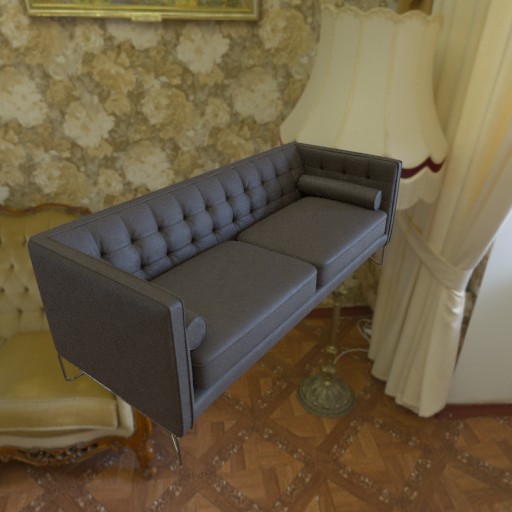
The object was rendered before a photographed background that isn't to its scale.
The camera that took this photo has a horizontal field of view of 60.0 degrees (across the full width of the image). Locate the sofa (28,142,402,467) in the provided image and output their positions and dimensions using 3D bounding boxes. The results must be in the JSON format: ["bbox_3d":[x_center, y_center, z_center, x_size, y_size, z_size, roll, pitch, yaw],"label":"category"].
[{"bbox_3d":[0.000,0.000,2.503,0.867,0.789,2.087,19,33,31],"label":"sofa"}]
